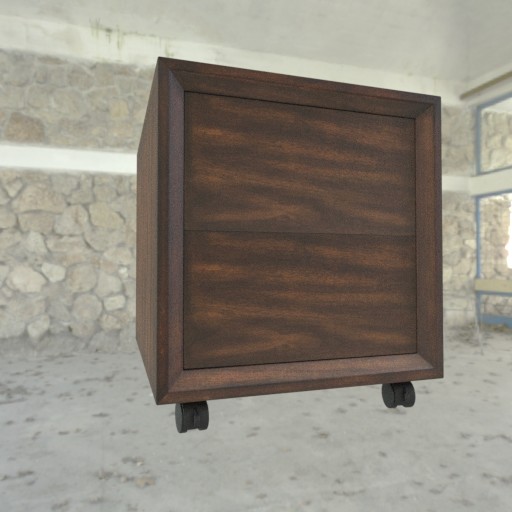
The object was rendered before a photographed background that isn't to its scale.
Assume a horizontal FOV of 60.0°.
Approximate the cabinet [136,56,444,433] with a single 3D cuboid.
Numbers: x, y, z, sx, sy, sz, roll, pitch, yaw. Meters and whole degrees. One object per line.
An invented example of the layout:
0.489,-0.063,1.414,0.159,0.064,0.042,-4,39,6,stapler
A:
0.000,0.000,0.812,0.402,0.455,0.500,0,-1,-18,cabinet
